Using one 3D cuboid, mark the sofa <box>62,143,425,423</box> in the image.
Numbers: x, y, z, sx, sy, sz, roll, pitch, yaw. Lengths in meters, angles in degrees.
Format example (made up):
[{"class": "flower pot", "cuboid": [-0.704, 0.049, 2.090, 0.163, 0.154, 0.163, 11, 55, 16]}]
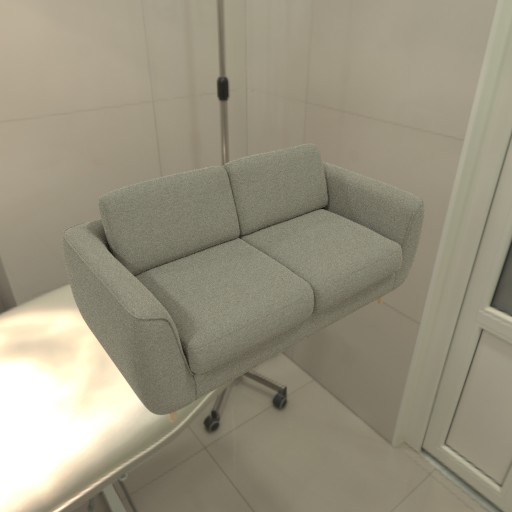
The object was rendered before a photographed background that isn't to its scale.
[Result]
[{"class": "sofa", "cuboid": [0.000, 0.000, 2.281, 1.700, 0.850, 0.920, -21, 37, -32]}]
